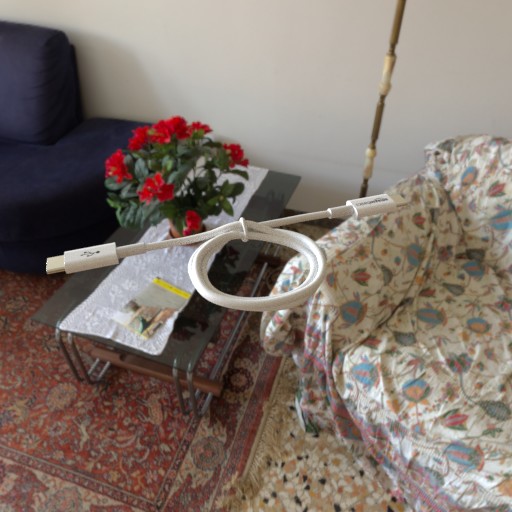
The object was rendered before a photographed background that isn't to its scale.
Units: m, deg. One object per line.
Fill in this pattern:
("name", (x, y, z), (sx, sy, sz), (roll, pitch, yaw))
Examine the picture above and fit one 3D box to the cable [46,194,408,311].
("cable", (0.000, 0.000, 0.224), (0.203, 0.014, 0.070), (-12, 42, -13))
